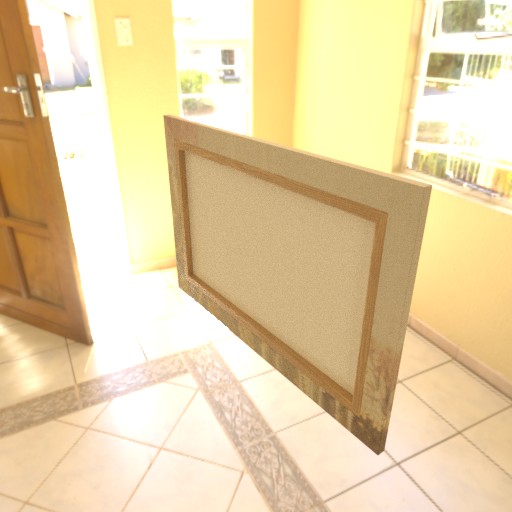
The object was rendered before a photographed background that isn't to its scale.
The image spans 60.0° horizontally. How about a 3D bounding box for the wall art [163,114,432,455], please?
[{"bbox_3d":[0.000,0.000,1.946,0.038,1.012,1.525,-18,32,-33],"label":"wall art"}]
